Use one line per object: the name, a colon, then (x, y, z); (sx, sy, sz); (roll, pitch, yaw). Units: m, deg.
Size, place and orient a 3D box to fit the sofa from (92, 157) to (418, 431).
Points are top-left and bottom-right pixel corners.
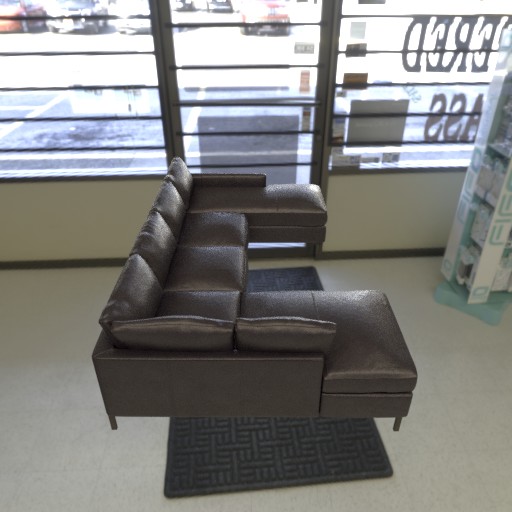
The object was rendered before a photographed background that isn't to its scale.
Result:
sofa: (0.000, 0.000, 3.891); (1.939, 0.900, 2.956); (0, 32, 0)
